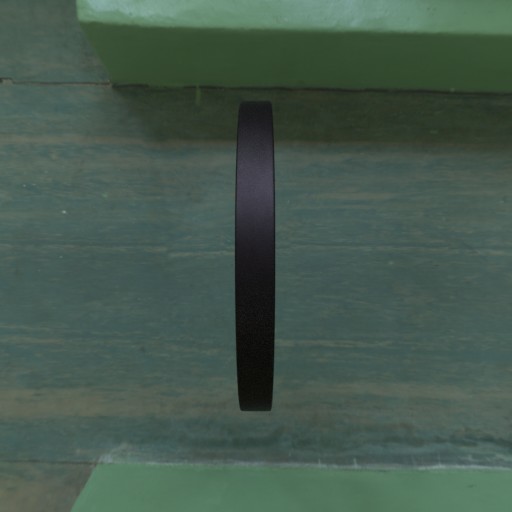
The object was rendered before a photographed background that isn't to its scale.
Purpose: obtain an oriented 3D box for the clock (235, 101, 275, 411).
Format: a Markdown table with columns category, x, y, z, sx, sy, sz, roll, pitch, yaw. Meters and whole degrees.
| category | x | y | z | sx | sy | sz | roll | pitch | yaw |
| --- | --- | --- | --- | --- | --- | --- | --- | --- | --- |
| clock | 0.000 | 0.000 | 0.474 | 0.029 | 0.314 | 0.314 | 0 | 89 | 0 |
